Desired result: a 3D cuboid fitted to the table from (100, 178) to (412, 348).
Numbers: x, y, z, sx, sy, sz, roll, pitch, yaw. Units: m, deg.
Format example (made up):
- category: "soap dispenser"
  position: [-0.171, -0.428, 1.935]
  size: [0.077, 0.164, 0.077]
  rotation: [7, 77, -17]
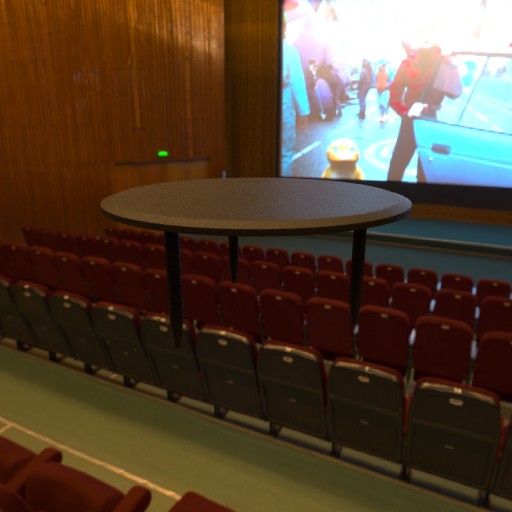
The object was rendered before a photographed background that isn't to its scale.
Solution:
- category: "table"
  position: [0.000, 0.000, 1.404]
  size: [0.900, 0.400, 0.900]
  rotation: [0, 16, 0]
